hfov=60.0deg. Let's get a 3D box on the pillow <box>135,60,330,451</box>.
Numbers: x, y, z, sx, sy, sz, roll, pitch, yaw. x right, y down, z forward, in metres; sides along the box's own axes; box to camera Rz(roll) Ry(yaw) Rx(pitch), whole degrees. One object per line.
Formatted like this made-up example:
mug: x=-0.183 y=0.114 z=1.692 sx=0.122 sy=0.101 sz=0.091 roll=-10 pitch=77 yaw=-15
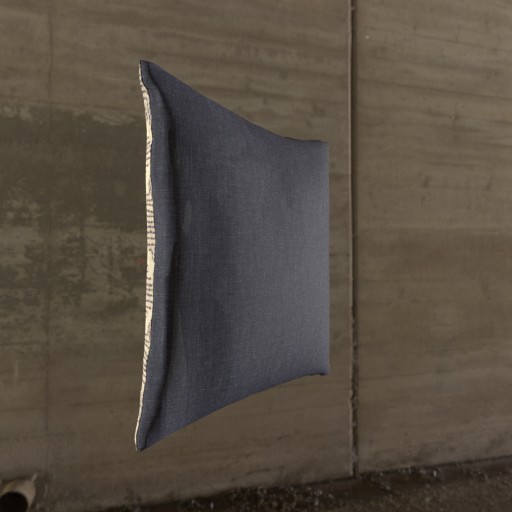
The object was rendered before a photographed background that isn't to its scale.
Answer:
pillow: x=0.000 y=0.000 z=0.776 sx=0.145 sy=0.510 sz=0.510 roll=-1 pitch=-1 yaw=37
